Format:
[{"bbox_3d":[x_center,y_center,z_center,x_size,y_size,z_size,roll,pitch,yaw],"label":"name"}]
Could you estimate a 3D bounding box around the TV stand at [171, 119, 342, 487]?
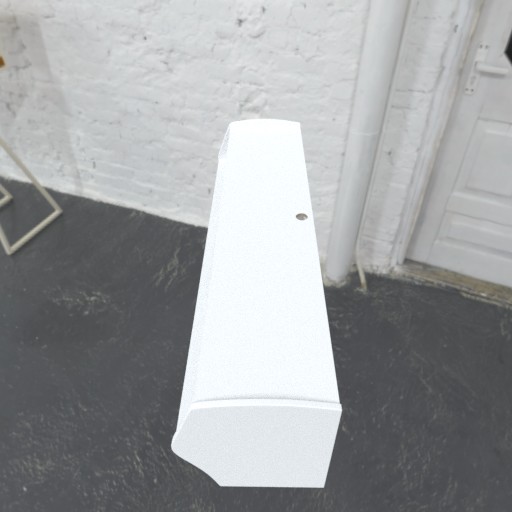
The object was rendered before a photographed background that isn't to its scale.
[{"bbox_3d":[0.000,0.000,1.651,0.397,0.424,1.473,1,41,1],"label":"TV stand"}]
